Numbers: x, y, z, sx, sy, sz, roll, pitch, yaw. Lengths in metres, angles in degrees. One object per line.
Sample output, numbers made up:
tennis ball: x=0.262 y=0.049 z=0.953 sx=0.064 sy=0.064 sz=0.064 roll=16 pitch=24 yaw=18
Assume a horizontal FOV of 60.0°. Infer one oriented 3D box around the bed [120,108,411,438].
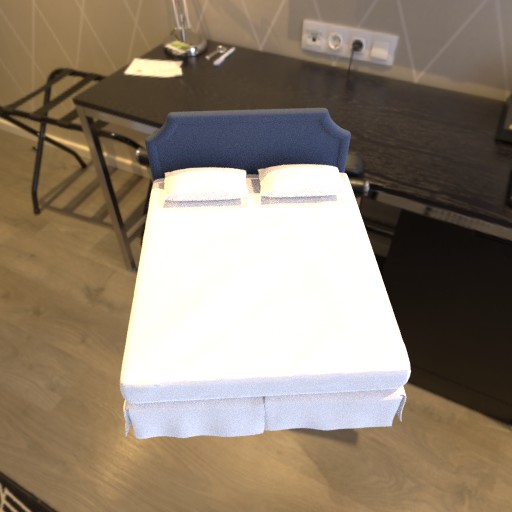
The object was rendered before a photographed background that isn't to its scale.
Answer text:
bed: x=0.000 y=0.000 z=4.144 sx=2.350 sy=1.488 sz=2.773 roll=-2 pitch=46 yaw=-2
